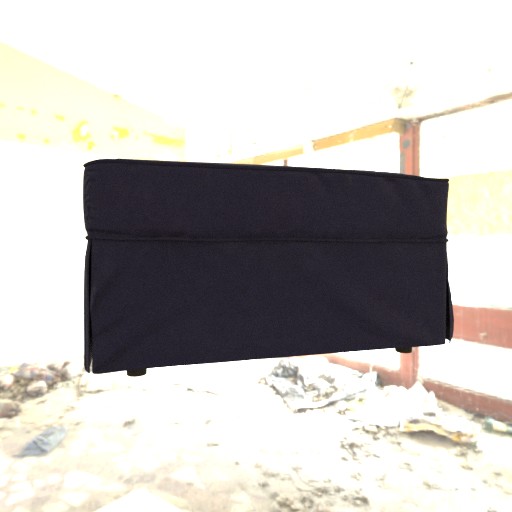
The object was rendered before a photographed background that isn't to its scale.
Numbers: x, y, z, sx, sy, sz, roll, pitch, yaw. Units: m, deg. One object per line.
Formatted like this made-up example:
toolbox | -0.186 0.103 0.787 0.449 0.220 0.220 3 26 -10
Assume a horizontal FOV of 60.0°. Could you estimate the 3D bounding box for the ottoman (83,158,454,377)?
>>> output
ottoman | 0.000 0.000 1.309 0.938 0.503 0.637 0 1 -18
